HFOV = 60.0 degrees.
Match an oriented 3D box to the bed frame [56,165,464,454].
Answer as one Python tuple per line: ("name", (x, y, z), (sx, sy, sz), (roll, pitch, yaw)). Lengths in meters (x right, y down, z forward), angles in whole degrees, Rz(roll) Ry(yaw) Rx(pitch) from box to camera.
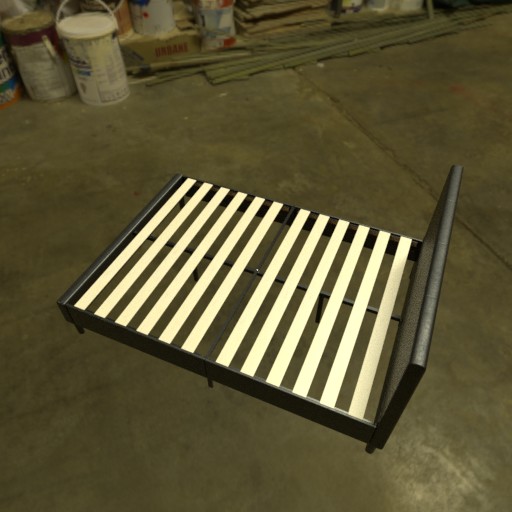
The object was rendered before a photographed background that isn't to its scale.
("bed frame", (0.000, 0.000, 3.154), (2.318, 1.127, 1.634), (17, 49, 16))
